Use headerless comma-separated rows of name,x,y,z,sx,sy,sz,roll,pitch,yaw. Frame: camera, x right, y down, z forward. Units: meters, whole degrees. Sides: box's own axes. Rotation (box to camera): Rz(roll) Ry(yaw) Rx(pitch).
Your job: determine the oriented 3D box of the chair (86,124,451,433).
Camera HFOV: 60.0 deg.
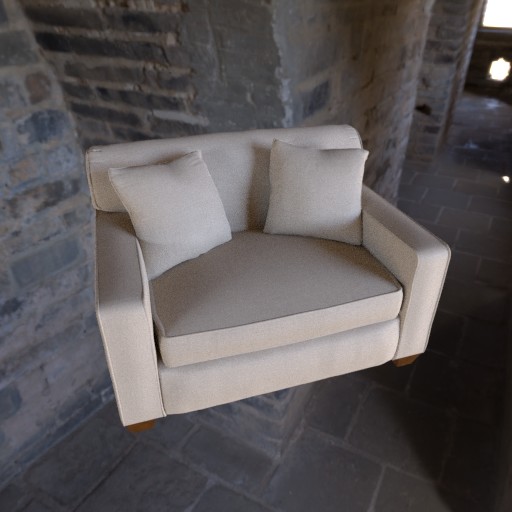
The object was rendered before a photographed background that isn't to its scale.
chair,0.000,0.000,2.060,1.383,0.948,1.000,-9,32,-15
